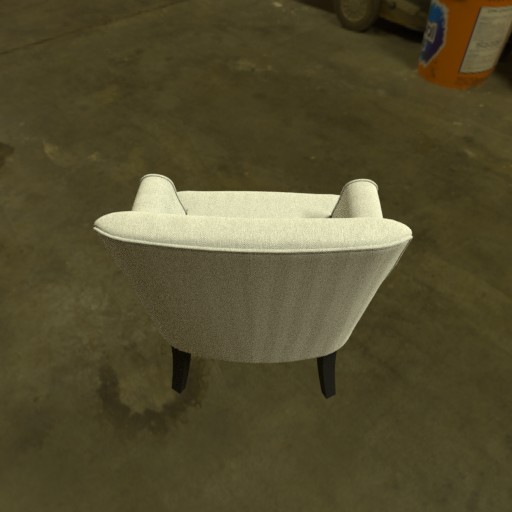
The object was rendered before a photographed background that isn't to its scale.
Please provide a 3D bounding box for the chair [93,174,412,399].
[{"bbox_3d":[0.000,0.000,1.461,0.781,0.875,0.750,2,47,1],"label":"chair"}]
